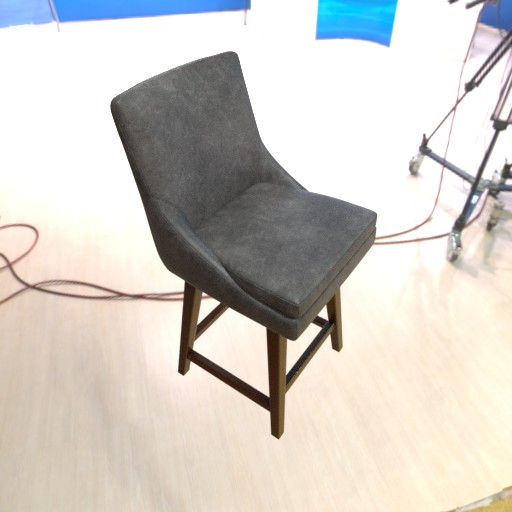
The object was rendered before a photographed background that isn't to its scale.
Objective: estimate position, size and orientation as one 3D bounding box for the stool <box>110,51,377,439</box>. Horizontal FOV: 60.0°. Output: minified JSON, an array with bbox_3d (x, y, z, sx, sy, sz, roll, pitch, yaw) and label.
[{"bbox_3d":[0.000,0.000,1.400,0.587,1.046,0.492,25,47,26],"label":"stool"}]
